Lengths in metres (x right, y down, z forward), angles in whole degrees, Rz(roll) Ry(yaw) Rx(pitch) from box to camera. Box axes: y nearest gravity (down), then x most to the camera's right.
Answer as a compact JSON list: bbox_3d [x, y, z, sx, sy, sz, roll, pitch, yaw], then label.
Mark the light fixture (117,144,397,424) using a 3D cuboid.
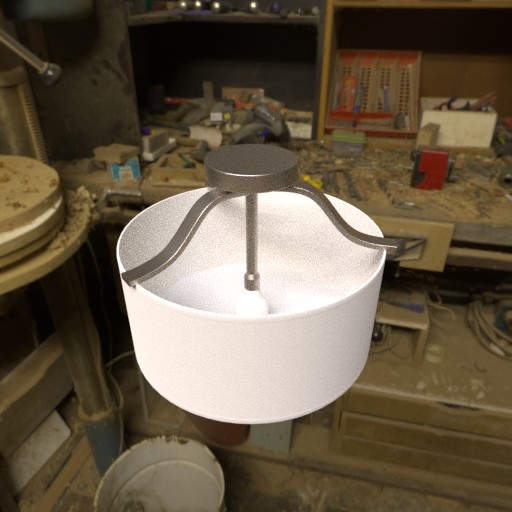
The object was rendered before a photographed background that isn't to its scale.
[{"bbox_3d":[0.000,0.000,0.666,0.395,0.304,0.395,0,31,0],"label":"light fixture"}]
